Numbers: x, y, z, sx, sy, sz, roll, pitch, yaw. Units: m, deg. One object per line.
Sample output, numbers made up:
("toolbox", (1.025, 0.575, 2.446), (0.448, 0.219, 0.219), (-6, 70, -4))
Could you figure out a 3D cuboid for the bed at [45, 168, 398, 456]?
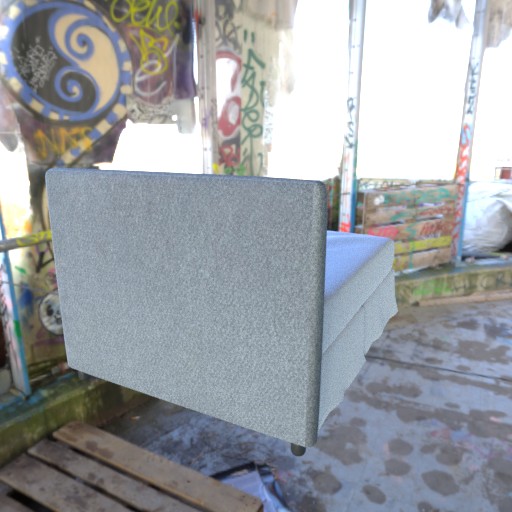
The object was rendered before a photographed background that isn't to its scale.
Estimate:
("bed", (0.000, 0.000, 3.192), (1.723, 1.330, 2.142), (8, 17, 27))
